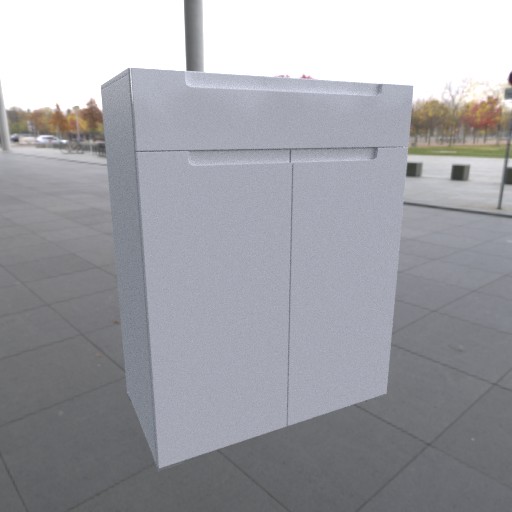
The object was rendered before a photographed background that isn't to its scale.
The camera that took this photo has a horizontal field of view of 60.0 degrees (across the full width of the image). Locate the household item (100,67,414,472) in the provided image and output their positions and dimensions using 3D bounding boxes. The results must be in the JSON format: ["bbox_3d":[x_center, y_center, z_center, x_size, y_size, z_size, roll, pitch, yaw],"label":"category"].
[{"bbox_3d":[0.000,0.000,1.396,0.790,1.010,0.420,-8,17,-26],"label":"household item"}]
